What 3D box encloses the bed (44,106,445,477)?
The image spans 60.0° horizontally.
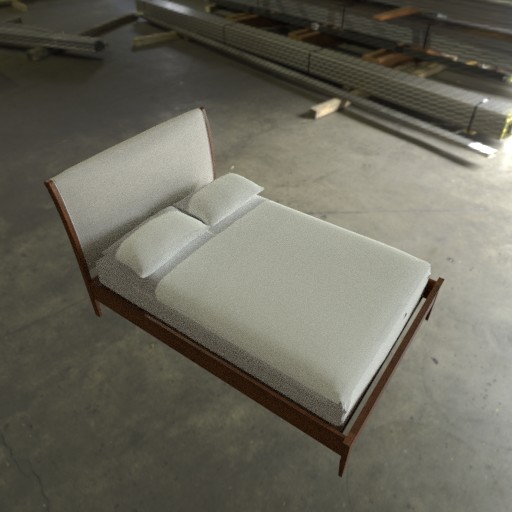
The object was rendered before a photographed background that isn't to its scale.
[{"bbox_3d":[0.000,0.000,3.271,2.380,1.250,1.612,25,46,26],"label":"bed"}]
